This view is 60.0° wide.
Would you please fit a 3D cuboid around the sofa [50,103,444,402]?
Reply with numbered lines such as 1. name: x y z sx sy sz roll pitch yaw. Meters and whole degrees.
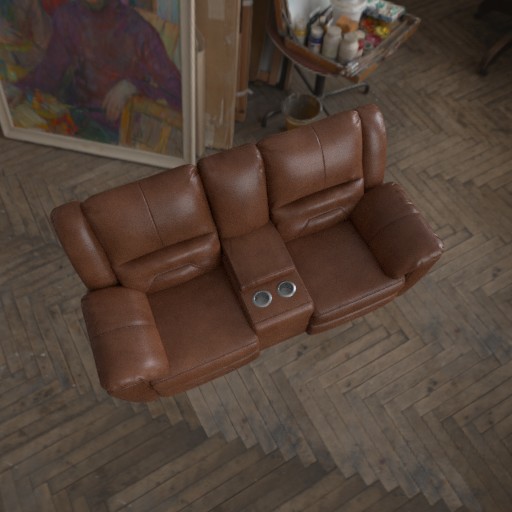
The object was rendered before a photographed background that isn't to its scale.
1. sofa: 0.000 0.000 2.661 2.058 1.043 0.991 -21 65 -10
